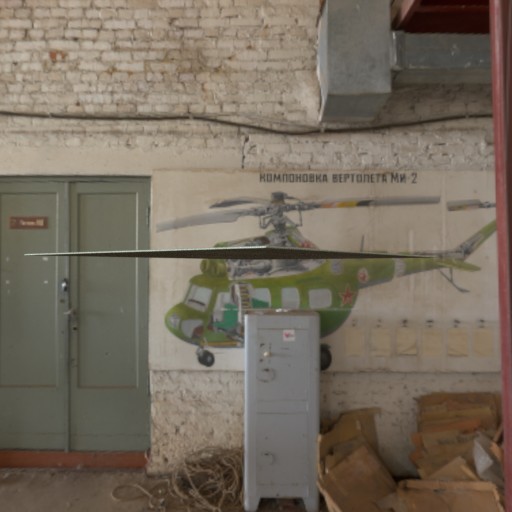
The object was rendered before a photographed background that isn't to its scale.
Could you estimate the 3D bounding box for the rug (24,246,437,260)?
[{"bbox_3d":[0.000,0.000,3.996,2.363,0.012,2.980,-1,-2,37],"label":"rug"}]
